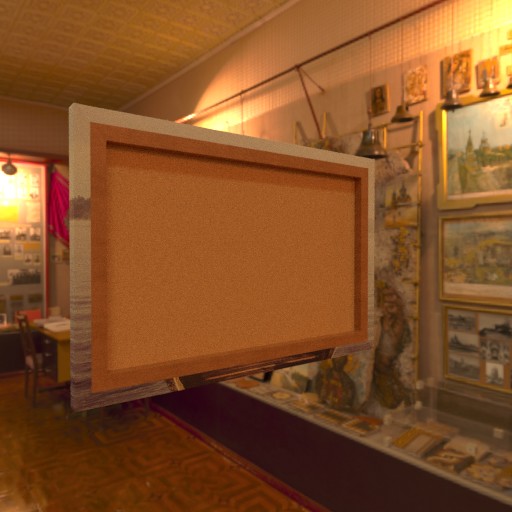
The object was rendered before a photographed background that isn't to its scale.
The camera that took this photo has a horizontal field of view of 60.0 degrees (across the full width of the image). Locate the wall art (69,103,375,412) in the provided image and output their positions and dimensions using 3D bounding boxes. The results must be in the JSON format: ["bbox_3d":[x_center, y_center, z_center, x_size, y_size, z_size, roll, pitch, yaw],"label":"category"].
[{"bbox_3d":[0.000,0.000,1.158,0.916,0.609,0.037,-1,1,-37],"label":"wall art"}]
